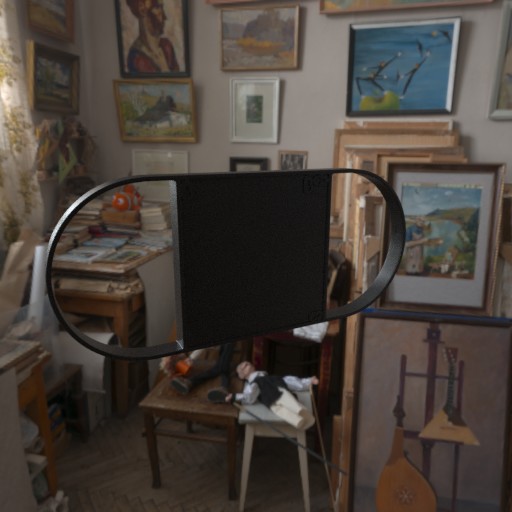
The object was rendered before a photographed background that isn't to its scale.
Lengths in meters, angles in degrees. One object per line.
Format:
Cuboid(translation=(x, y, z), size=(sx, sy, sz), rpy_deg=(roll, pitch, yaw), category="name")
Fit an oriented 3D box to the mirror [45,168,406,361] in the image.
Cuboid(translation=(0.000, 0.000, 0.677), size=(0.584, 0.254, 0.032), rpy_deg=(-7, 16, -26), category="mirror")
